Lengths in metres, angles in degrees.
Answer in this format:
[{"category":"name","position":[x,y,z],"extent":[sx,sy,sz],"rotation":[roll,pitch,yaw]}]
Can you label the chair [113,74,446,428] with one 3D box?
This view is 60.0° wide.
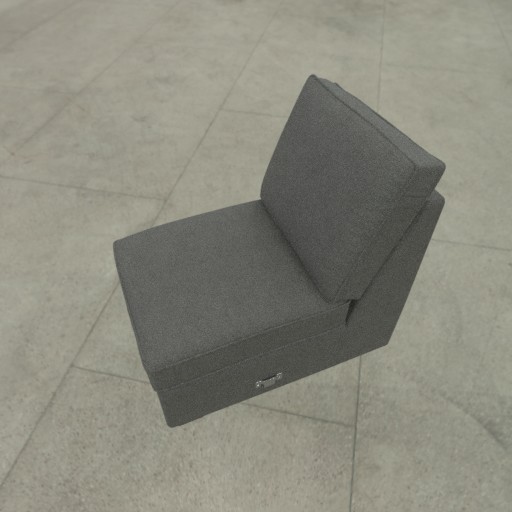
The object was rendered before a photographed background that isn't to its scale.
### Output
[{"category":"chair","position":[0.000,0.000,1.564],"extent":[0.938,0.970,0.621],"rotation":[-17,48,-16]}]
